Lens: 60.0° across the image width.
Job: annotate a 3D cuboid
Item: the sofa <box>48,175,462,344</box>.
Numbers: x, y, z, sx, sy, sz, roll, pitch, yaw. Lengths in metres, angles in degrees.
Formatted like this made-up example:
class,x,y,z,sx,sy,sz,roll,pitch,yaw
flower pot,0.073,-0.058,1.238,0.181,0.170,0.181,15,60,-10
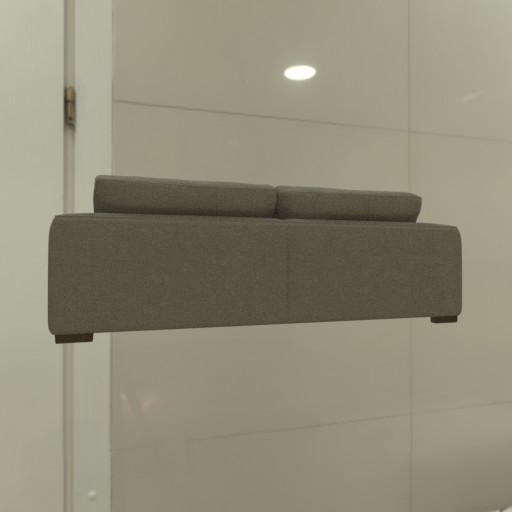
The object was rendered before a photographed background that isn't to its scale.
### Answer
class,x,y,z,sx,sy,sz,roll,pitch,yaw
sofa,0.000,0.000,2.781,2.262,0.801,1.070,0,0,-18
